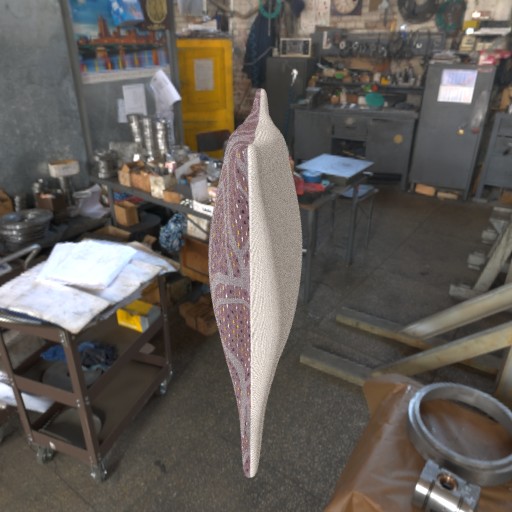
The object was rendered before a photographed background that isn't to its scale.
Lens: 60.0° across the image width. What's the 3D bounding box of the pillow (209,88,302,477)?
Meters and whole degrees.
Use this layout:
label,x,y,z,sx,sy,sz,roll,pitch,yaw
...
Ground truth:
label,x,y,z,sx,sy,sz,roll,pitch,yaw
pillow,0.000,0.000,0.794,0.163,0.513,0.514,1,27,2
